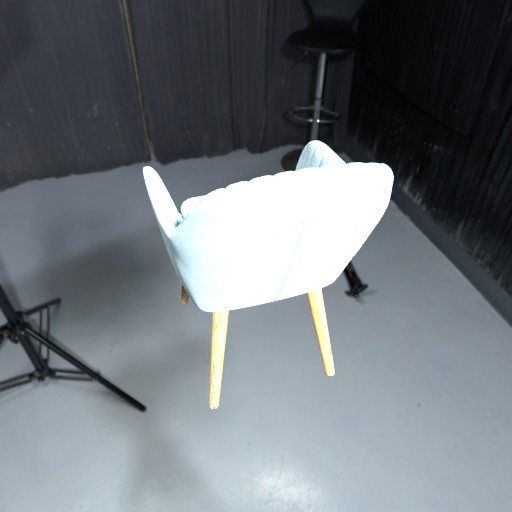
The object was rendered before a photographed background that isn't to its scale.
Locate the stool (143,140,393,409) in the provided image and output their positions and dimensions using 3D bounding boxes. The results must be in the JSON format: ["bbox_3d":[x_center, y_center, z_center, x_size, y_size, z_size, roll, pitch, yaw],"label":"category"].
[{"bbox_3d":[0.000,0.000,1.215,0.503,0.830,0.590,-12,43,-13],"label":"stool"}]
